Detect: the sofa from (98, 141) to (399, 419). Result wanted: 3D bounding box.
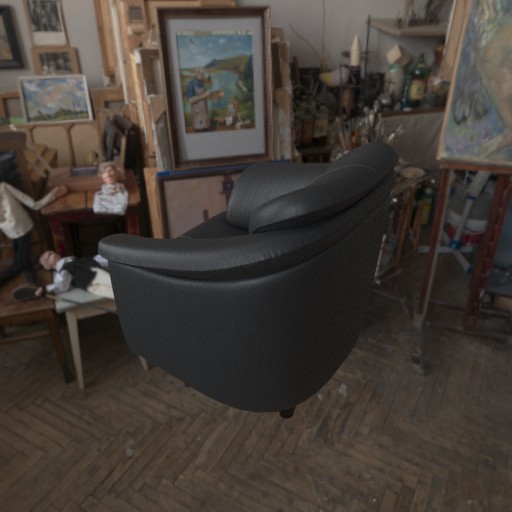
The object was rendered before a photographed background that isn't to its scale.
[{"bbox_3d":[0.000,0.000,1.543,0.794,0.811,0.870,21,38,30],"label":"sofa"}]
